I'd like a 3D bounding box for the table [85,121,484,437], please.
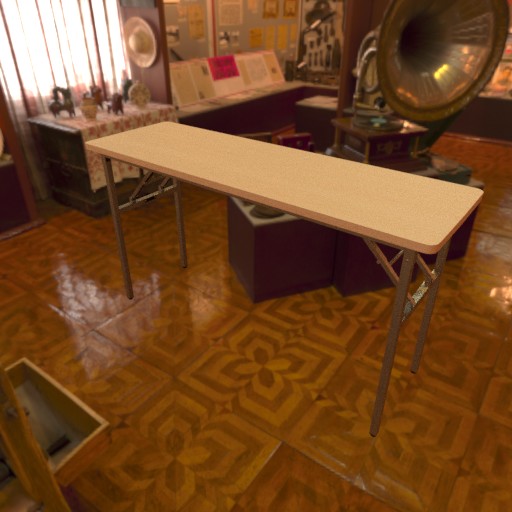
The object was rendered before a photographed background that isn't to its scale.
[{"bbox_3d":[0.000,0.000,1.730,1.397,0.750,0.446,21,36,32],"label":"table"}]
